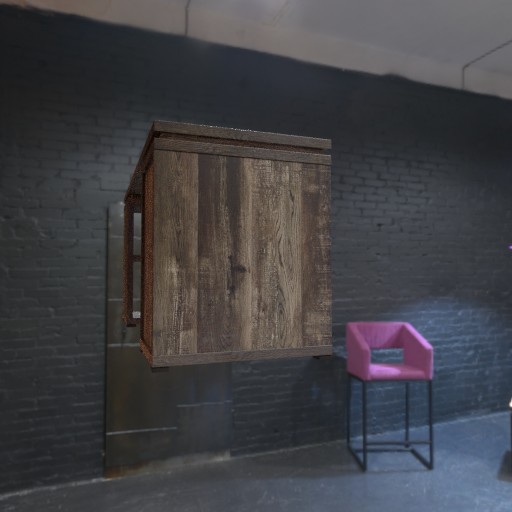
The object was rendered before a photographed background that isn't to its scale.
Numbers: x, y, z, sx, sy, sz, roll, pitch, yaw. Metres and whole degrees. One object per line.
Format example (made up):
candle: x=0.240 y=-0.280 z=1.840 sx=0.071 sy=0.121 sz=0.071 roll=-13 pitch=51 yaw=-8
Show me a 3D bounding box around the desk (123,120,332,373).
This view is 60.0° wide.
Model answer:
desk: x=0.000 y=0.000 z=2.237 sx=1.200 sy=0.753 sz=1.524 roll=1 pitch=-2 yaw=-20
